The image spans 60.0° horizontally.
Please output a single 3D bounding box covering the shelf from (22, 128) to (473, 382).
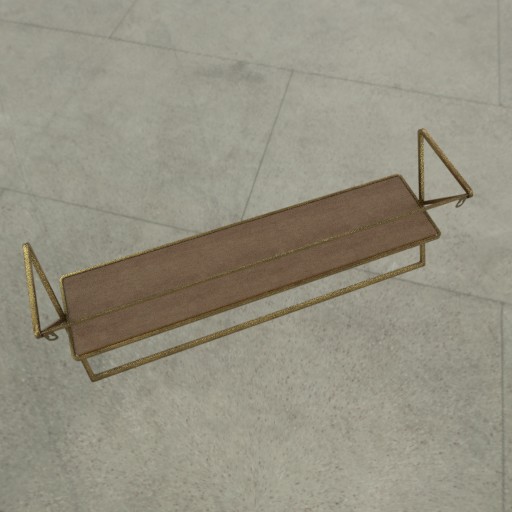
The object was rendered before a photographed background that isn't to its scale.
[{"bbox_3d":[0.000,0.000,0.742,0.645,0.229,0.150,-18,62,-10],"label":"shelf"}]
